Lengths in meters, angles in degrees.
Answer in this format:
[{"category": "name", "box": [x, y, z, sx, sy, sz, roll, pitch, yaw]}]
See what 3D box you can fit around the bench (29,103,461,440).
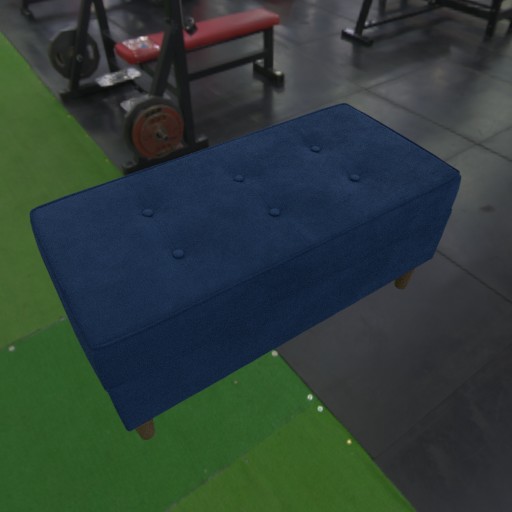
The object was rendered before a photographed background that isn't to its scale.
[{"category": "bench", "box": [0.000, 0.000, 1.257, 1.010, 0.467, 0.489, -25, 51, -22]}]
